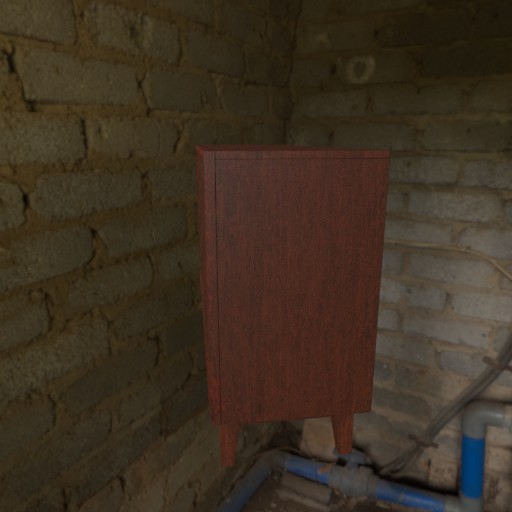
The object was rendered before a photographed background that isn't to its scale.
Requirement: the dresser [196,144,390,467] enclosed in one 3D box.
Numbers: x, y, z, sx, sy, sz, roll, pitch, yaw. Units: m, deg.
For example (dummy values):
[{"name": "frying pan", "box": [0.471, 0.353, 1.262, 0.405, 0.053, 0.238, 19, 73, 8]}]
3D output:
[{"name": "dresser", "box": [0.000, 0.000, 2.025, 0.499, 0.971, 1.609, -2, 15, -8]}]
